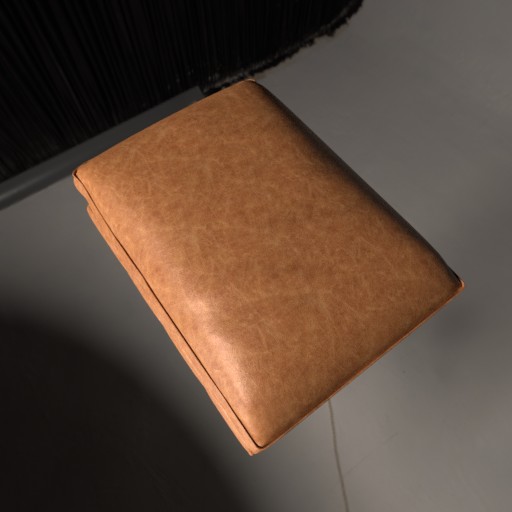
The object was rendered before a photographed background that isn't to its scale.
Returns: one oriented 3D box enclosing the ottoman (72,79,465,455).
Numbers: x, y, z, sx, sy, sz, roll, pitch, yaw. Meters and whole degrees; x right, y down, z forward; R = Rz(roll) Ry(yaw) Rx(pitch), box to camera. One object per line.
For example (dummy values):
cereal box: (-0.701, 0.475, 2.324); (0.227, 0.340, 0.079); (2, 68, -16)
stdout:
ottoman: (0.000, 0.000, 1.047); (0.533, 0.480, 0.710); (-33, 68, -15)
